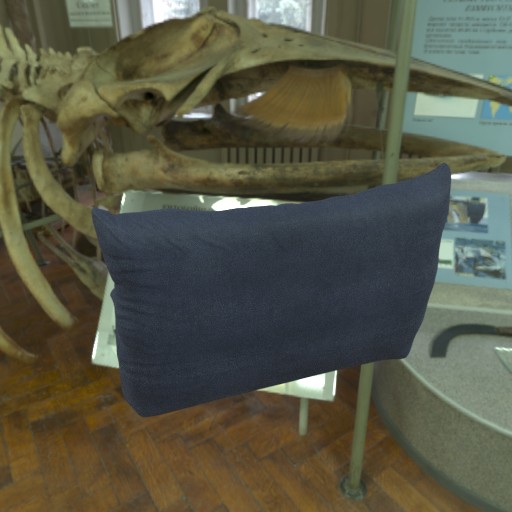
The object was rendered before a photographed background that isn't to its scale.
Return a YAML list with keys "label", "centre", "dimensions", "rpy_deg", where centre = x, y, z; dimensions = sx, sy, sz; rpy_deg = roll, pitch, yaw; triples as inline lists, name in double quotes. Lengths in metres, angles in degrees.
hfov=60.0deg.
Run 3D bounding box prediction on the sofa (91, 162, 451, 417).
- label: "sofa"
  centre: [0.000, 0.000, 1.710]
  dimensions: [1.122, 0.778, 0.849]
  rpy_deg: [-9, 27, -17]
